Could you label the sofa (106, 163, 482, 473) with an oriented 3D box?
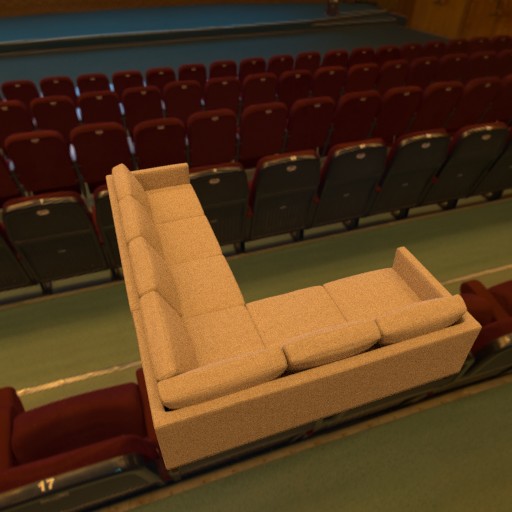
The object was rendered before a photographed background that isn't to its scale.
[{"bbox_3d":[0.000,0.000,4.244,2.432,0.863,3.182,-13,42,-15],"label":"sofa"}]
